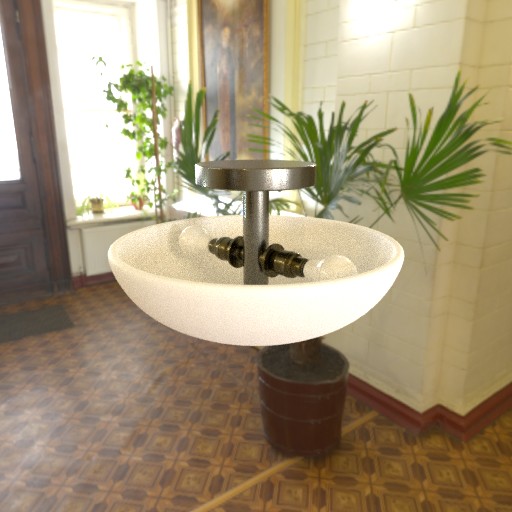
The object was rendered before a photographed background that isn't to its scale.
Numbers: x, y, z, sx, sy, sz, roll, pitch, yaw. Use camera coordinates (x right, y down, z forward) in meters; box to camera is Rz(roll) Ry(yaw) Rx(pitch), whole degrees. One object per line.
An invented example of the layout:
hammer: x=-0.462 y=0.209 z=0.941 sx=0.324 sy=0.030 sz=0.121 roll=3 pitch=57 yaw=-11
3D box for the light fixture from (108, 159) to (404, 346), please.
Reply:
light fixture: x=0.000 y=0.000 z=0.522 sx=0.330 sy=0.214 sz=0.330 roll=0 pitch=16 yaw=0
